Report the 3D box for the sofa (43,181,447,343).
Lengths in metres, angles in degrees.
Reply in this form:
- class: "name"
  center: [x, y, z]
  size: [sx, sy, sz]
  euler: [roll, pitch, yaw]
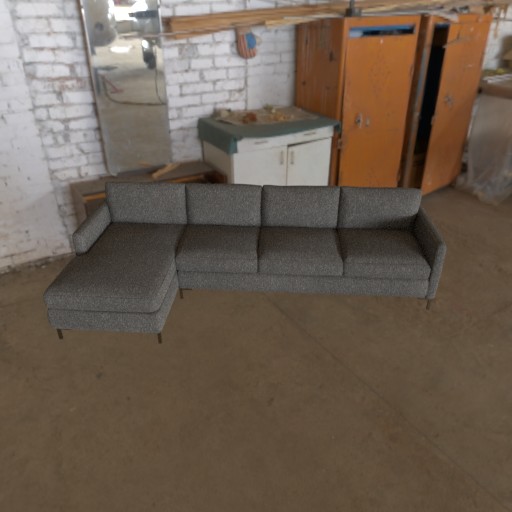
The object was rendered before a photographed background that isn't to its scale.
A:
- class: "sofa"
  center: [0.000, 0.000, 3.569]
  size: [2.932, 0.810, 1.350]
  euler: [2, 30, 3]
